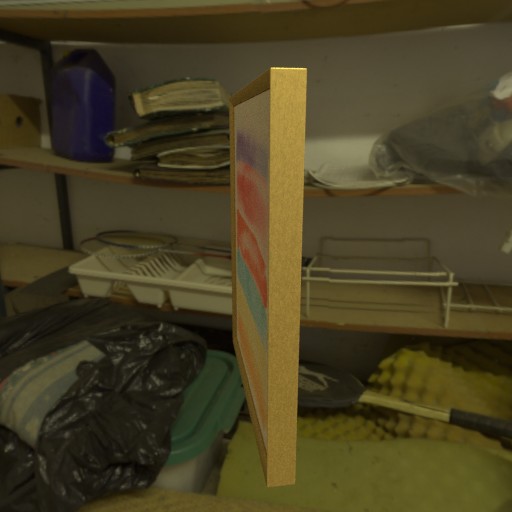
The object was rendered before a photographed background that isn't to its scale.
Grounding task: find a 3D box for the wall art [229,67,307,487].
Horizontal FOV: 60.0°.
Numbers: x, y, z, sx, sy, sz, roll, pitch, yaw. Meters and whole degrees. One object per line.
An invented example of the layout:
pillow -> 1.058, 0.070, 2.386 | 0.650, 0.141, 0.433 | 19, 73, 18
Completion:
wall art -> 0.000, 0.000, 0.901 | 0.048, 0.642, 0.537 | -2, 16, -9
